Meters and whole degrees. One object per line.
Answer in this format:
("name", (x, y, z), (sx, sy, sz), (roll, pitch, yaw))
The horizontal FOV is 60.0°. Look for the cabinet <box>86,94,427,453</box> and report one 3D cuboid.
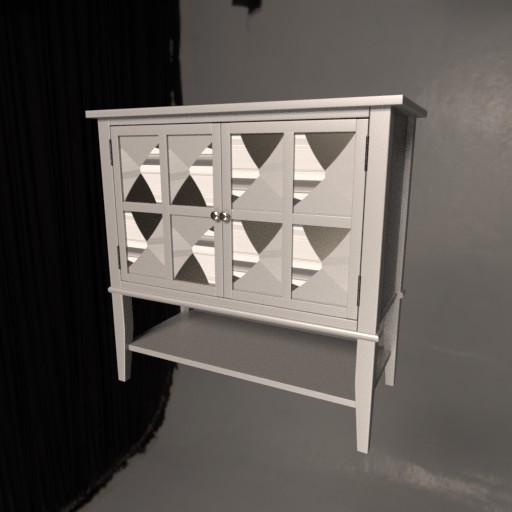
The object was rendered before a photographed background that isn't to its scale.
("cabinet", (0.000, 0.000, 1.248), (0.801, 0.780, 0.396), (7, 15, 26))
